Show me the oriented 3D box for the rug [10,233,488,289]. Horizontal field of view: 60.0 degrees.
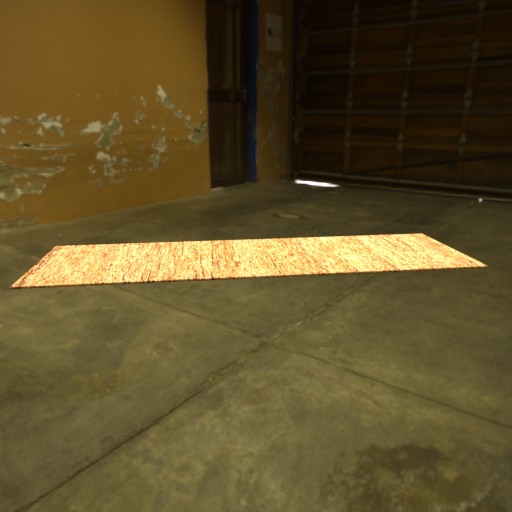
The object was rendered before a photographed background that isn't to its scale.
[{"bbox_3d":[0.000,0.000,2.377,2.237,0.014,0.680,-2,17,-7],"label":"rug"}]
